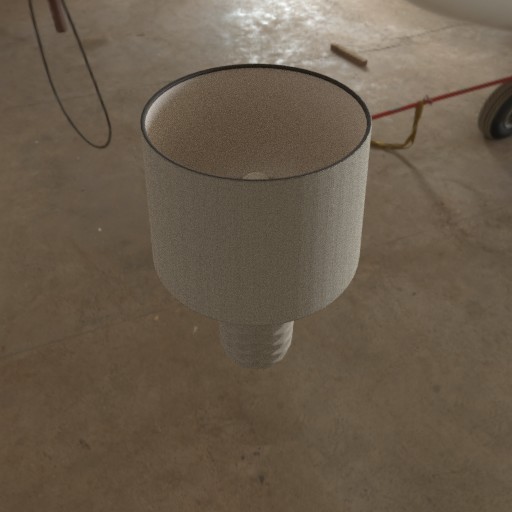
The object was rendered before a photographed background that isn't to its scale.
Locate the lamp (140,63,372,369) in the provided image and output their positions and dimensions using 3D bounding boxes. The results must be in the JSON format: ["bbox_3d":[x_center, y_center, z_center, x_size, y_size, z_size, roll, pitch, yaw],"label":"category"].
[{"bbox_3d":[0.000,0.000,0.845,0.376,0.594,0.376,0,46,0],"label":"lamp"}]
